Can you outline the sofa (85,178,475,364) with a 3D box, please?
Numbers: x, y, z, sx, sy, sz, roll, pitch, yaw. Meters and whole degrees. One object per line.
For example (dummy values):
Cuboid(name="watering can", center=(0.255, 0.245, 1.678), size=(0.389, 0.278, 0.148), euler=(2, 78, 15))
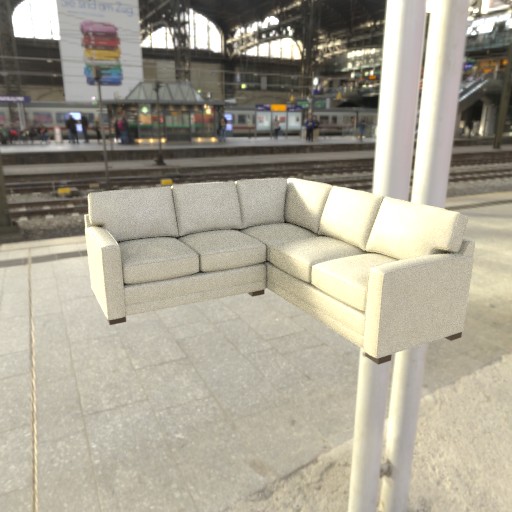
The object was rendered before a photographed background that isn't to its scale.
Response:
Cuboid(name="sofa", center=(0.000, 0.000, 3.435), size=(2.188, 0.936, 2.211), euler=(-9, 19, -28))
